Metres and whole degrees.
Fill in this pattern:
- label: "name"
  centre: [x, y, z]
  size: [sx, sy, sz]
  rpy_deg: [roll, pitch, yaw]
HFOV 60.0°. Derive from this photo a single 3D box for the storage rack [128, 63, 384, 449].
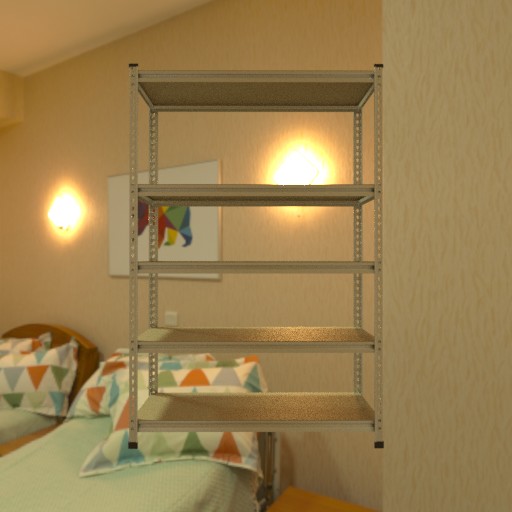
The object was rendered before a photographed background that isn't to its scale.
- label: "storage rack"
  centre: [0.000, 0.000, 2.333]
  size: [1.219, 1.829, 0.457]
  rpy_deg: [0, 0, 0]
